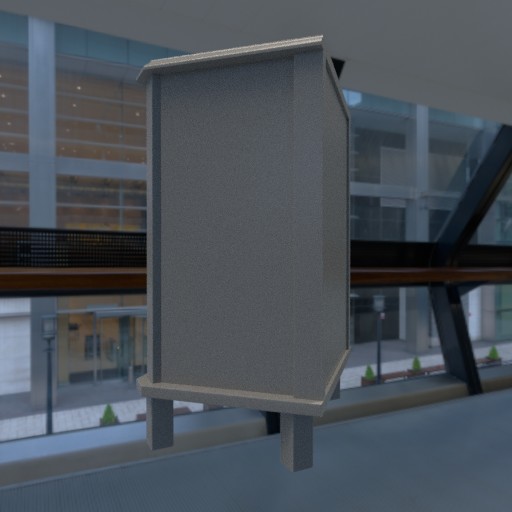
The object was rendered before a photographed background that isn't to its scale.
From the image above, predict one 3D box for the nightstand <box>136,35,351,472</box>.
[{"bbox_3d":[0.000,0.000,0.928,0.348,0.680,0.435,0,1,18],"label":"nightstand"}]
